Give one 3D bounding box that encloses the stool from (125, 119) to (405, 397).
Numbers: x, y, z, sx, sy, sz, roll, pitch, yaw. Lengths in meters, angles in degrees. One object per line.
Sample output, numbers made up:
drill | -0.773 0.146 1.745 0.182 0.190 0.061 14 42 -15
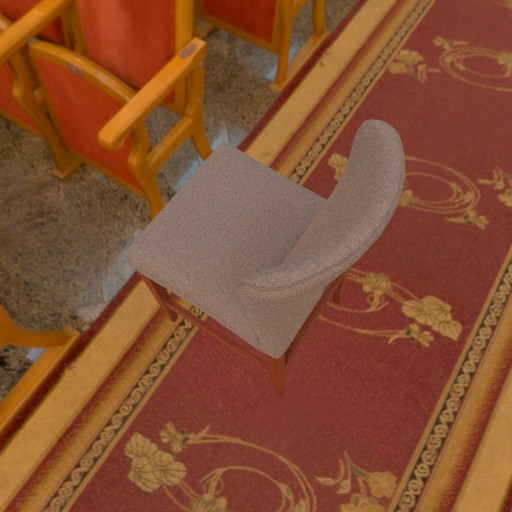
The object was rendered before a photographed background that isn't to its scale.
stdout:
stool | 0.000 0.000 1.280 0.568 0.968 0.481 31 68 14
